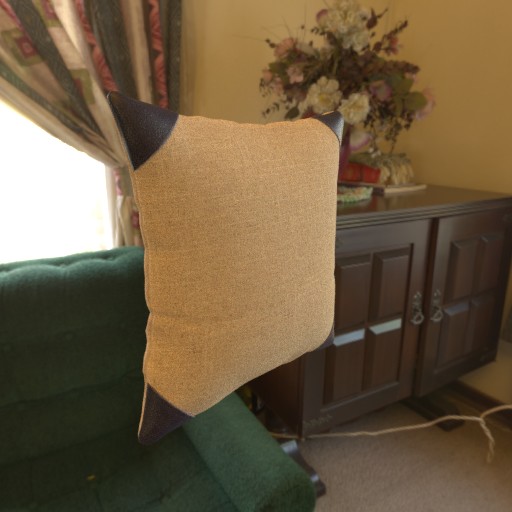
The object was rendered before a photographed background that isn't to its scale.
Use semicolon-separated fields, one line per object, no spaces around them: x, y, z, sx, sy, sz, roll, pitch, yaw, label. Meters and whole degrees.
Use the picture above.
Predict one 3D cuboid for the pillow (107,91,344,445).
0.000;0.000;0.673;0.147;0.441;0.440;13;20;41;pillow
